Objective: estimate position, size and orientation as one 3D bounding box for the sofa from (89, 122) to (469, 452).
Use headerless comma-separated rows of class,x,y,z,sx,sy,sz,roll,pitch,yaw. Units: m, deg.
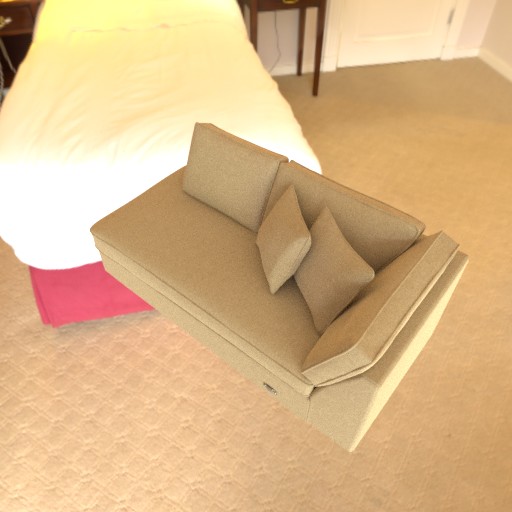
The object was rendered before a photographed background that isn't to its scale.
sofa,0.000,0.000,2.907,2.237,1.033,1.110,30,53,26
